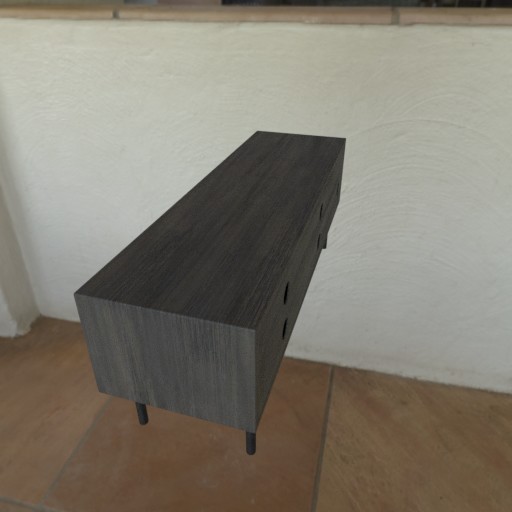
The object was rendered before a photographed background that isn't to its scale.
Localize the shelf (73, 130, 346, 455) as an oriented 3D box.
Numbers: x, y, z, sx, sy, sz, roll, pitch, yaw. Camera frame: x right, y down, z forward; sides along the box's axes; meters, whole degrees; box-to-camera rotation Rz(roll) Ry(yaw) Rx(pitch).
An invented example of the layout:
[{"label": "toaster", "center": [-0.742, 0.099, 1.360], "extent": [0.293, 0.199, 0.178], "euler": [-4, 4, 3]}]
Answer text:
[{"label": "shelf", "center": [0.000, 0.000, 1.526], "extent": [0.400, 0.495, 1.300], "euler": [9, 32, 15]}]
